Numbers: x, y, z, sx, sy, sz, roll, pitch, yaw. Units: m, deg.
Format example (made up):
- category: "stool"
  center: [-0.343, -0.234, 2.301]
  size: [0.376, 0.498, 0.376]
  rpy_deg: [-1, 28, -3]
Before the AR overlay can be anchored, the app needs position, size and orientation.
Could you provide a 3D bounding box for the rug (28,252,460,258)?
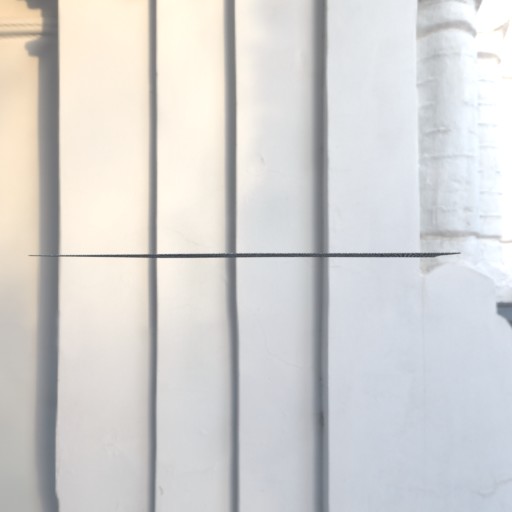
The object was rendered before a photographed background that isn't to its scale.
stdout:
- category: "rug"
  center: [0.000, 0.000, 2.205]
  size: [1.740, 0.010, 1.135]
  rpy_deg: [0, -1, 19]
